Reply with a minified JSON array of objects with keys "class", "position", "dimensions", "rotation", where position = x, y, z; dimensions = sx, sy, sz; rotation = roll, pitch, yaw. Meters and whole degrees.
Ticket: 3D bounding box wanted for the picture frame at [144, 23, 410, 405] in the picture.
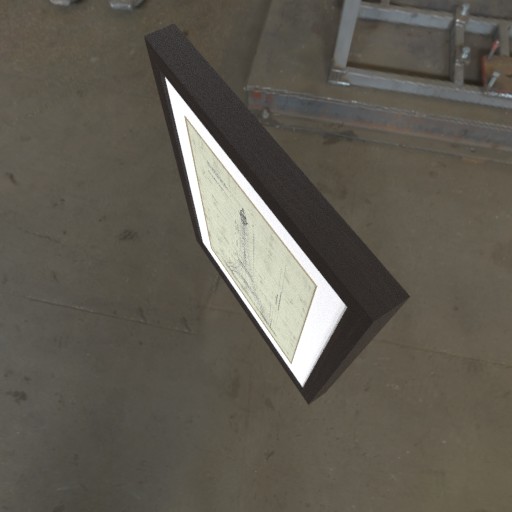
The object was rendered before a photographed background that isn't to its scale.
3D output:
[{"class":"picture frame","position":[0.000,0.000,0.737],"dimensions":[0.044,0.555,0.452],"rotation":[-31,68,-14]}]
